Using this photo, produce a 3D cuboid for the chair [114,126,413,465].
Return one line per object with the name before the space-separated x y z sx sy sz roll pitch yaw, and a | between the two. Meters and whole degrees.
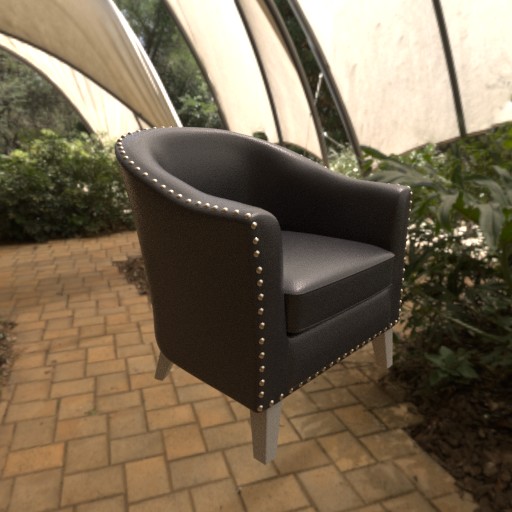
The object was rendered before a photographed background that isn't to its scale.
chair | 0.000 0.000 1.449 0.748 0.823 0.794 13 19 41
